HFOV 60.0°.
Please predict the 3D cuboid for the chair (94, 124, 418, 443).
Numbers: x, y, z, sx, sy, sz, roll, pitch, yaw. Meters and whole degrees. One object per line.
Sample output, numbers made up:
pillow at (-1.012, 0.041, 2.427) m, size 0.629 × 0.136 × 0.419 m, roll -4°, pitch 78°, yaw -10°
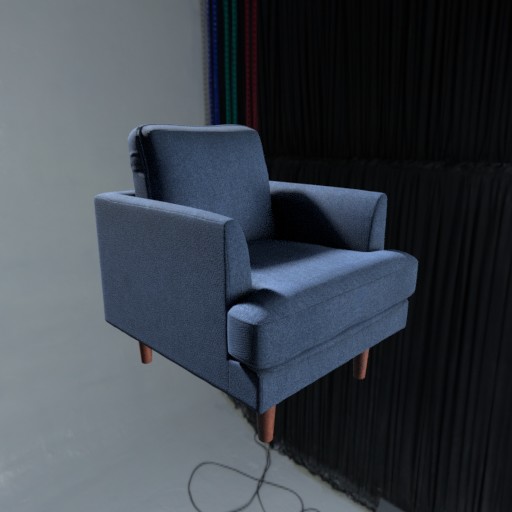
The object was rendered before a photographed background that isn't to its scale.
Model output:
chair at (0.000, 0.000, 1.655) m, size 0.858 × 0.957 × 0.899 m, roll -14°, pitch 21°, yaw -43°
